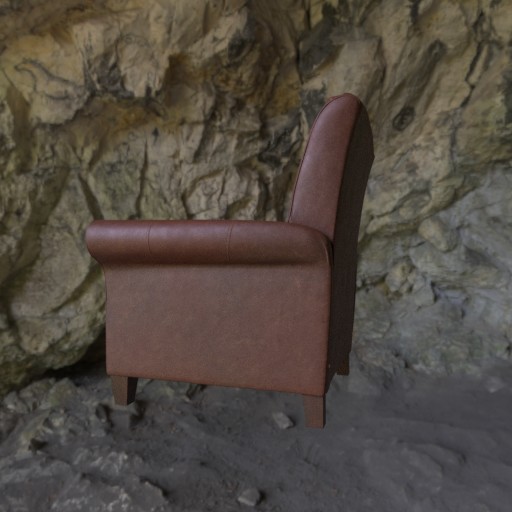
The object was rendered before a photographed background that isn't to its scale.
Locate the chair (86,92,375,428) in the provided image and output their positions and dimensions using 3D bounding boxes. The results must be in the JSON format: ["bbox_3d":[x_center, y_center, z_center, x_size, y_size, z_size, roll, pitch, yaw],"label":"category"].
[{"bbox_3d":[0.000,0.000,1.790,0.902,1.061,0.978,0,-1,18],"label":"chair"}]
